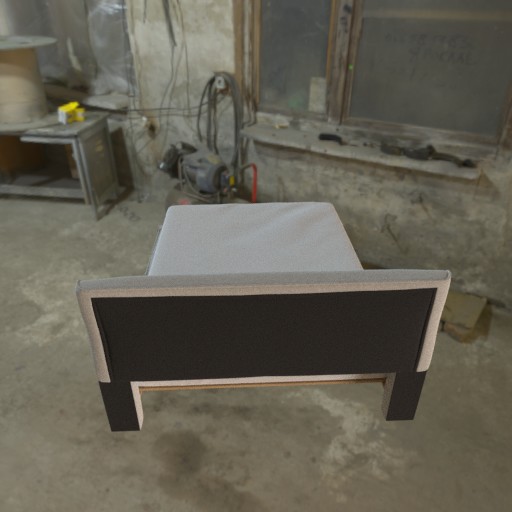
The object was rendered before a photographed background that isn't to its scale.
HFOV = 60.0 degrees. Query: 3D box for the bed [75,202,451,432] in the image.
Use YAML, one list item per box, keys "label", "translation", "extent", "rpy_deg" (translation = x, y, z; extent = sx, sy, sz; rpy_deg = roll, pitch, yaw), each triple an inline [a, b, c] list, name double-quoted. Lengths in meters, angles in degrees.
- label: "bed"
  translation: [0.000, 0.000, 3.573]
  extent: [1.980, 1.126, 2.498]
  rpy_deg: [-1, 31, -2]
